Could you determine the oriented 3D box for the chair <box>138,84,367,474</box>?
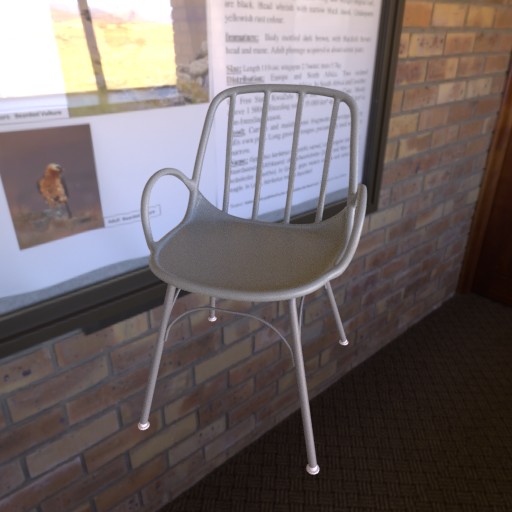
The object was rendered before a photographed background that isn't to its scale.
[{"bbox_3d":[0.000,0.000,1.194,0.549,0.816,0.597,8,27,15],"label":"chair"}]
